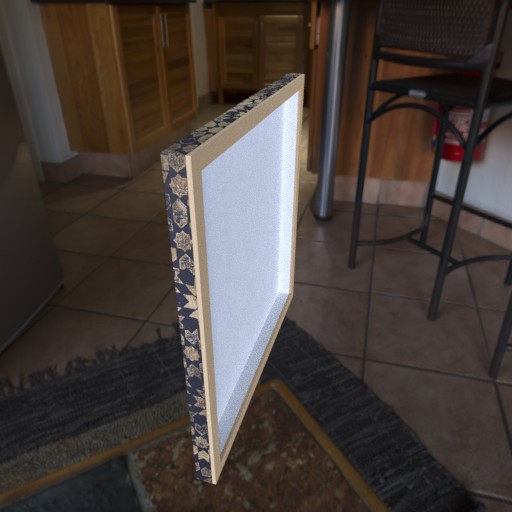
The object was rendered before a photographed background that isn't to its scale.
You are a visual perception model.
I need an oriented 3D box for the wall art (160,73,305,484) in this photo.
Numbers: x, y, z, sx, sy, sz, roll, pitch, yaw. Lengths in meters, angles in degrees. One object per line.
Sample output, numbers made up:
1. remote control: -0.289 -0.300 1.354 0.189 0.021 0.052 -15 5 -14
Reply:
1. wall art: 0.000 0.000 0.903 0.038 0.612 0.612 9 32 15
